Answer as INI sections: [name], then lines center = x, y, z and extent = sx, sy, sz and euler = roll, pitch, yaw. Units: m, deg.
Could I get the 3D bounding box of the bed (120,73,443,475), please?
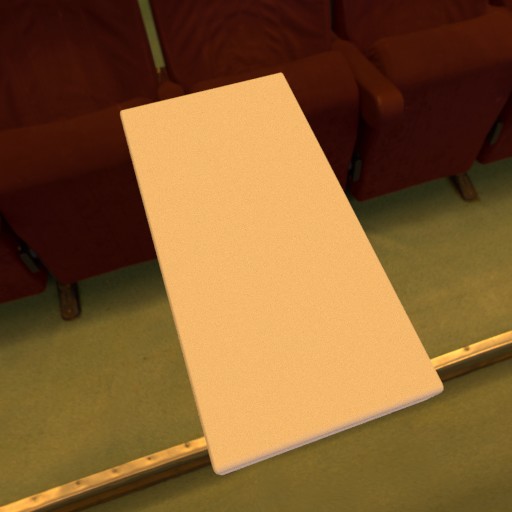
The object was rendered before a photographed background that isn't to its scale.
[bed]
center = 0.000, 0.000, 2.364
extent = 0.961, 0.616, 1.902
euler = -17, 64, -8
